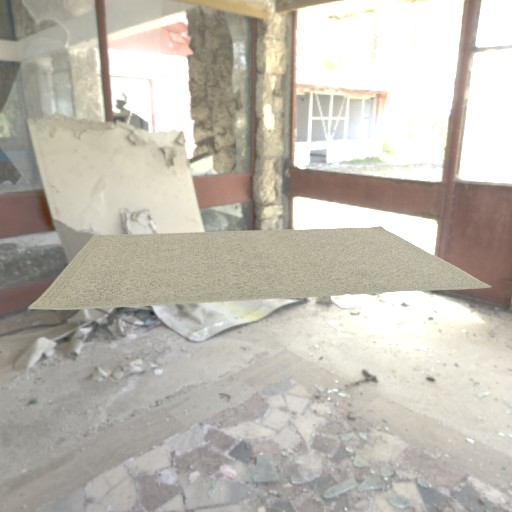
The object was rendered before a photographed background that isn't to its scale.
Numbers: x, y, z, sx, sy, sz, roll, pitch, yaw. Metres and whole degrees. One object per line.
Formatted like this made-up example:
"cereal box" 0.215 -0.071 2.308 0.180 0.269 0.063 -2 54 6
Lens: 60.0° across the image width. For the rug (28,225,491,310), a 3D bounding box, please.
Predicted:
"rug" 0.000 0.000 2.403 1.947 0.023 1.214 -2 17 -8
